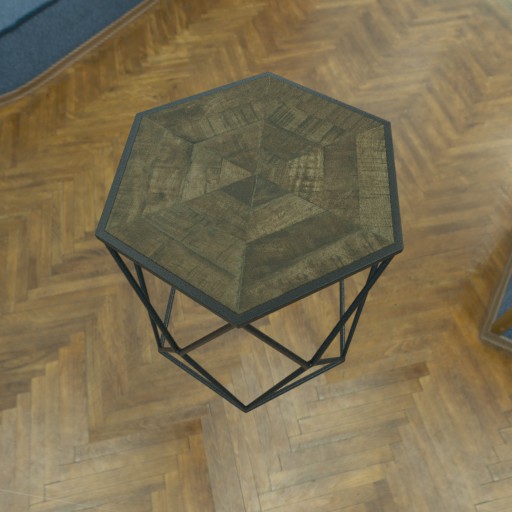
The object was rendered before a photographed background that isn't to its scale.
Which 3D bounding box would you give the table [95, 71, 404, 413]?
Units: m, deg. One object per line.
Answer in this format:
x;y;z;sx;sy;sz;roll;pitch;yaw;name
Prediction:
0.000;0.000;1.040;0.578;0.564;0.579;30;62;17;table
